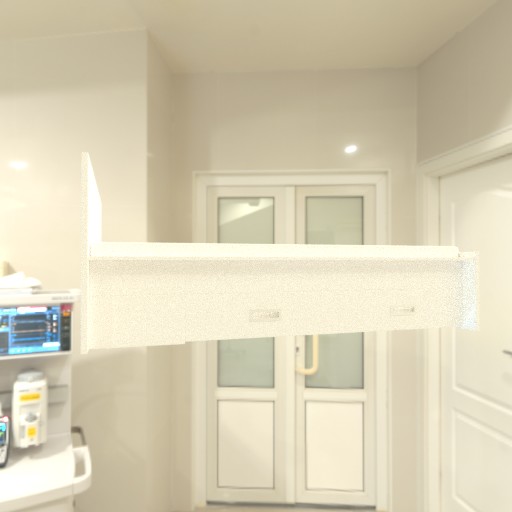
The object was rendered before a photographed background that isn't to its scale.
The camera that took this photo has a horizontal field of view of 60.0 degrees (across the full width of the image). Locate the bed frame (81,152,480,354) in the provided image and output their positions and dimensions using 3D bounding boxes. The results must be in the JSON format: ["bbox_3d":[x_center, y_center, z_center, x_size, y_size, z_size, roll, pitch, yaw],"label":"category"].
[{"bbox_3d":[0.000,0.000,2.819,1.960,0.800,1.622,0,-1,-17],"label":"bed frame"}]
